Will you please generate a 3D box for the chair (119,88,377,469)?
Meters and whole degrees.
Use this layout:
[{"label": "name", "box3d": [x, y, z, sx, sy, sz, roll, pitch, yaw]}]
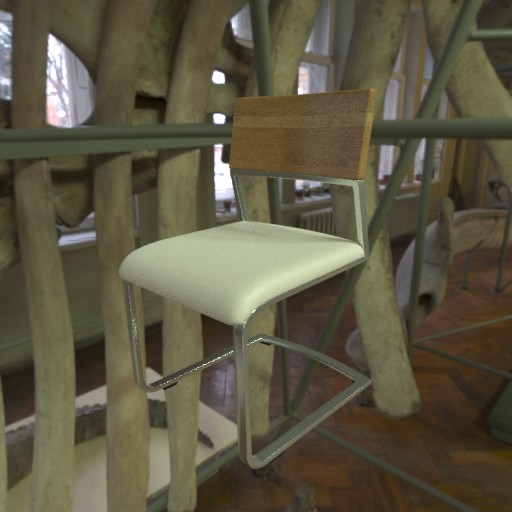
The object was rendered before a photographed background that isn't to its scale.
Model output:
[{"label": "chair", "box3d": [0.000, 0.000, 1.198, 0.467, 0.844, 0.585, 15, 22, 42]}]
